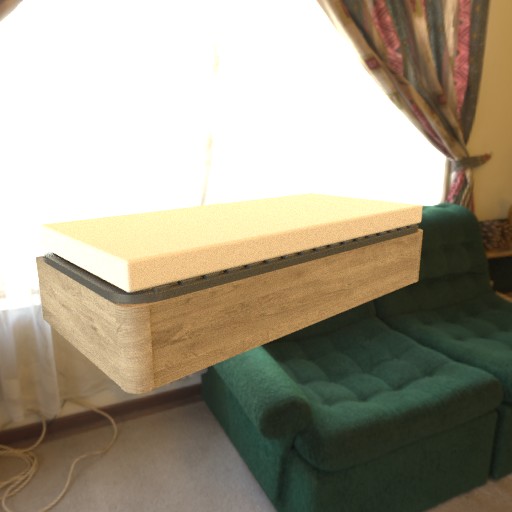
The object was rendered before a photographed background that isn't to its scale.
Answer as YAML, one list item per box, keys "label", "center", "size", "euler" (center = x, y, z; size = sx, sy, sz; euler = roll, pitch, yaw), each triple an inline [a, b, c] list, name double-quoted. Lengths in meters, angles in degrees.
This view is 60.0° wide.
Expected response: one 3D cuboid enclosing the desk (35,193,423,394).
- label: "desk"
  center: [0.000, 0.000, 2.325]
  size: [1.900, 0.455, 0.900]
  euler: [-13, 19, -41]
